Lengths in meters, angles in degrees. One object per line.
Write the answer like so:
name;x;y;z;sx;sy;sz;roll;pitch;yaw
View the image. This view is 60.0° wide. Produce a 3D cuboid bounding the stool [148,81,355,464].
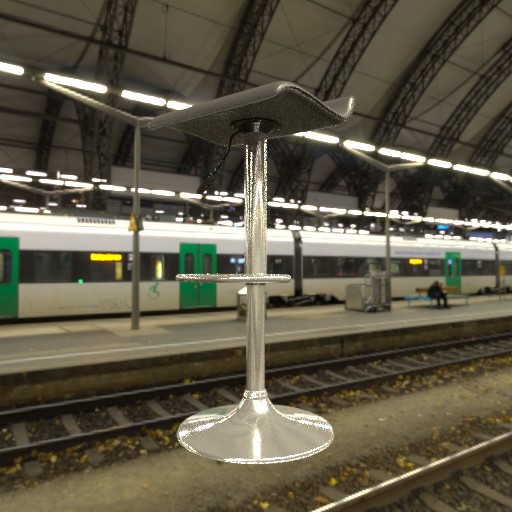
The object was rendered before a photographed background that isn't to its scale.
stool;0.000;0.000;1.097;0.381;0.851;0.381;-1;-2;35
